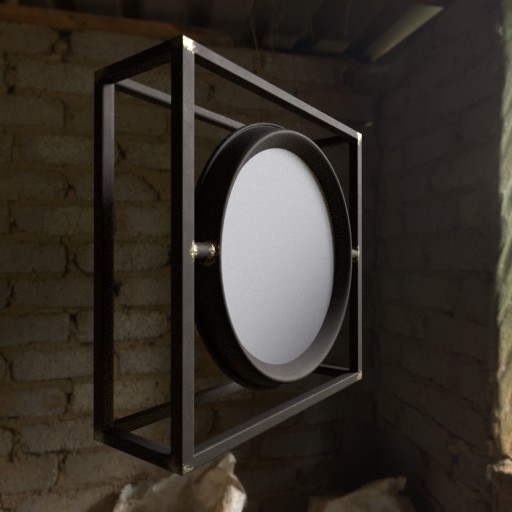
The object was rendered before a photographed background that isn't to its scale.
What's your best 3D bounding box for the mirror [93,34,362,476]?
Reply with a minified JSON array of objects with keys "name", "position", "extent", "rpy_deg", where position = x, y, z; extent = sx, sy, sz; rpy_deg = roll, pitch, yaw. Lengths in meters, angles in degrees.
[{"name":"mirror","position":[0.000,0.000,0.456],"extent":[0.107,0.303,0.306],"rpy_deg":[0,0,36]}]
